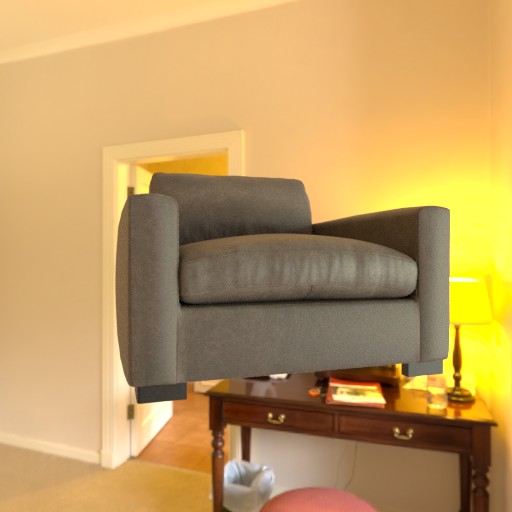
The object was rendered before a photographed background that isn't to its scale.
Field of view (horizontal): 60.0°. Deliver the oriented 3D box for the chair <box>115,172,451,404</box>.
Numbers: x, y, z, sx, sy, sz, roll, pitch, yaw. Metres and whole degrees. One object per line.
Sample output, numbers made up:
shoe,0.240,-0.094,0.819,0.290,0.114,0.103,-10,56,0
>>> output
chair,0.000,0.000,1.830,1.106,0.807,1.080,0,0,-18
